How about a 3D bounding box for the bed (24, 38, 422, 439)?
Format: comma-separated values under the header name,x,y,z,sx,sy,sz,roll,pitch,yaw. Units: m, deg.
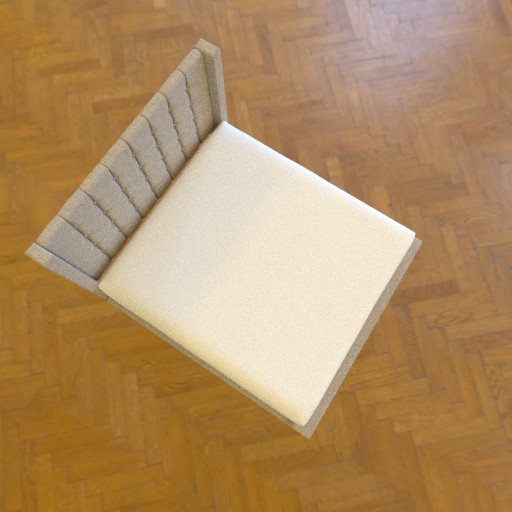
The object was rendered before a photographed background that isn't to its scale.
name,x,y,z,sx,sy,sz,roll,pitch,yaw
bed,0.000,0.000,3.810,2.372,1.748,2.044,32,77,8
